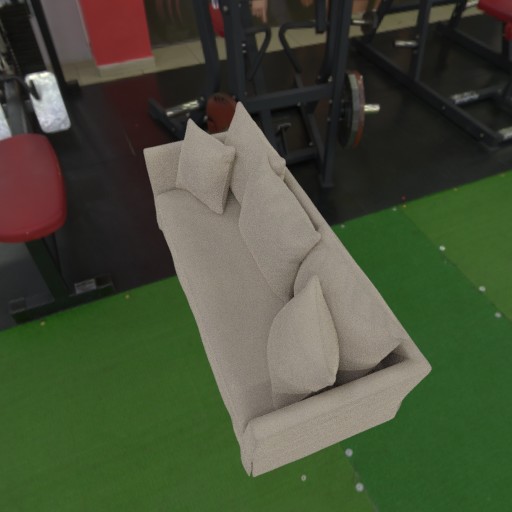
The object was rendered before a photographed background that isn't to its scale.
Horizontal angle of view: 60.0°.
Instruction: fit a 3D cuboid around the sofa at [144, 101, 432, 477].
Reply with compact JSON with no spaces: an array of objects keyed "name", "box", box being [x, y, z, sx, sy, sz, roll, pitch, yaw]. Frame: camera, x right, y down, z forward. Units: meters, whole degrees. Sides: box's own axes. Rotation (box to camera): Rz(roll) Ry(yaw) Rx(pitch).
[{"name":"sofa","box":[0.000,0.000,3.087,1.046,1.047,2.499,-16,50,-14]}]
